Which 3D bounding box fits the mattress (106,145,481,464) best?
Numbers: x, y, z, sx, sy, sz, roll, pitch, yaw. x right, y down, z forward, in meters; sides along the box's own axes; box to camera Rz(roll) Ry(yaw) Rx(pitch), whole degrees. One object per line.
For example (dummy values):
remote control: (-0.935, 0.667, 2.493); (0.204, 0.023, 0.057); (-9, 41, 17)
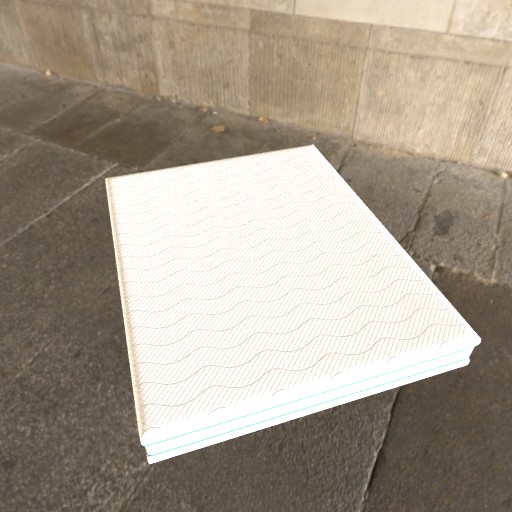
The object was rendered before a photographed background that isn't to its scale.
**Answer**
mattress: (0.000, 0.000, 2.686); (1.600, 0.230, 2.000); (-12, 44, -13)
